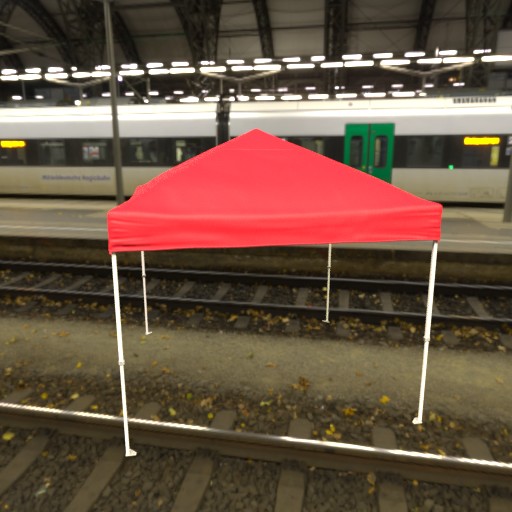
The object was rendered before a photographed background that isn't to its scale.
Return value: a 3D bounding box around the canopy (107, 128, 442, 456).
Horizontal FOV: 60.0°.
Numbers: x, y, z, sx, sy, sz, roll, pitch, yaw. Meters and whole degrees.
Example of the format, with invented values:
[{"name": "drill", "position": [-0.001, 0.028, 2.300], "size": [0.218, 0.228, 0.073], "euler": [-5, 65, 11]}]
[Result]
[{"name": "canopy", "position": [0.000, 0.000, 5.417], "size": [2.998, 2.997, 2.996], "euler": [-2, 13, -10]}]
